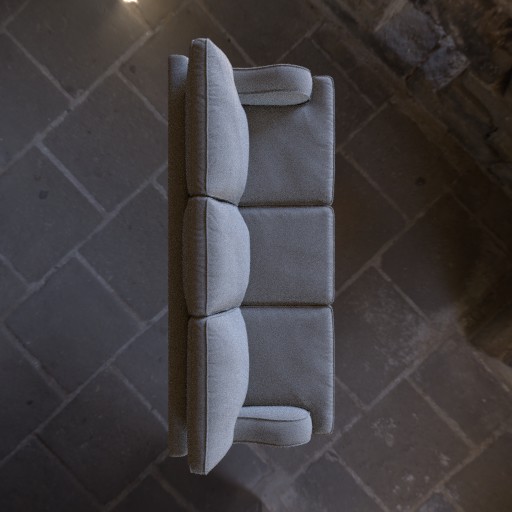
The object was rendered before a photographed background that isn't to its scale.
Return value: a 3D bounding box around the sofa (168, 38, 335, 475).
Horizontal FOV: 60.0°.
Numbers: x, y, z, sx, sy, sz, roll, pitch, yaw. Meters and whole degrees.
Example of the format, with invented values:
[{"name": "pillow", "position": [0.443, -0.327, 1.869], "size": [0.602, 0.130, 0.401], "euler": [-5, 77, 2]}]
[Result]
[{"name": "sofa", "position": [0.000, 0.000, 2.792], "size": [1.016, 0.997, 2.323], "euler": [0, 90, -1]}]
